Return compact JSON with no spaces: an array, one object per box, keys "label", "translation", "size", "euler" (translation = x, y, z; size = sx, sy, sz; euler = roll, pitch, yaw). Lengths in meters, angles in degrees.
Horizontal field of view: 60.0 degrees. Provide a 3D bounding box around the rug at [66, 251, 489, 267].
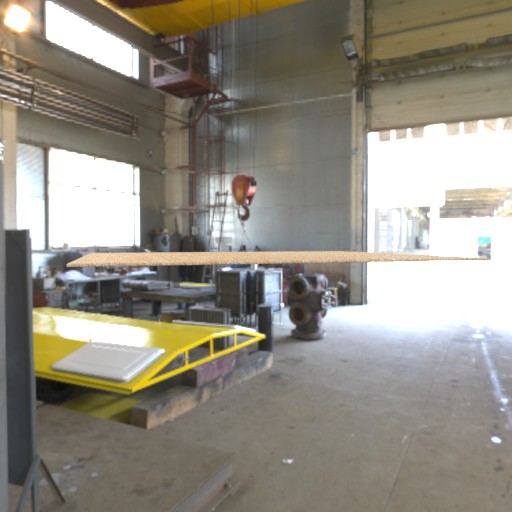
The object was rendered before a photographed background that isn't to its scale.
[{"label":"rug","translation":[0.000,0.000,4.147],"size":[3.039,0.019,2.420],"euler":[-1,2,-17]}]
